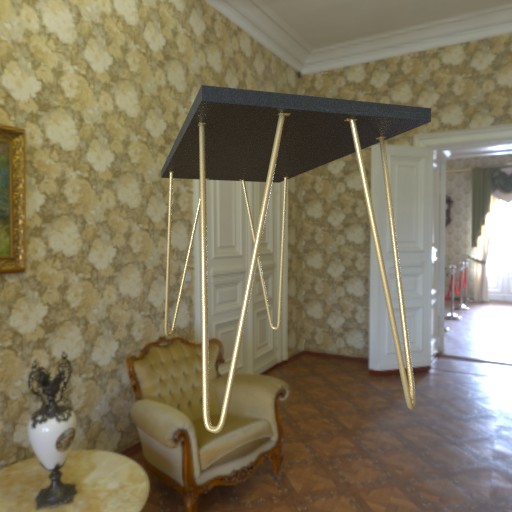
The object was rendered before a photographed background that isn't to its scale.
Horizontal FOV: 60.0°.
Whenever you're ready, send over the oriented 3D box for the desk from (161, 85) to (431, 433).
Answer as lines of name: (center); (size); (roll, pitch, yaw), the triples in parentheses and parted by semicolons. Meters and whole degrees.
desk: (0.000, 0.000, 1.371); (0.499, 0.660, 0.991); (0, 2, -16)
